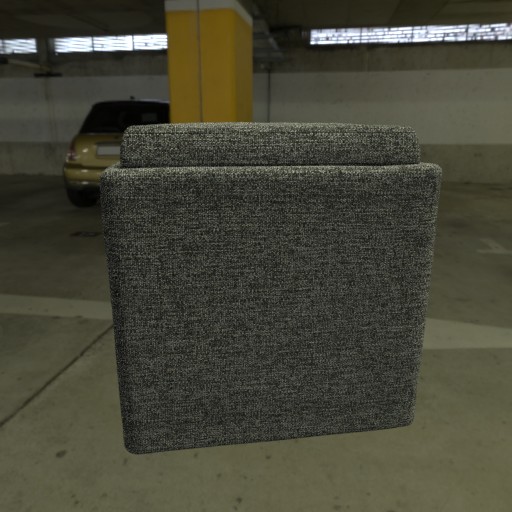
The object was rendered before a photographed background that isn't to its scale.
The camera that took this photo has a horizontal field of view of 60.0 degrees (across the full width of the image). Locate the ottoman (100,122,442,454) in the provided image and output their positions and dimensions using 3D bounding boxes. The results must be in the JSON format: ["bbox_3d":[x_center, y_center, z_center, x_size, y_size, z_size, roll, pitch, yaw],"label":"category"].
[{"bbox_3d":[0.000,0.000,0.805,0.450,0.463,0.450,-2,16,-8],"label":"ottoman"}]
